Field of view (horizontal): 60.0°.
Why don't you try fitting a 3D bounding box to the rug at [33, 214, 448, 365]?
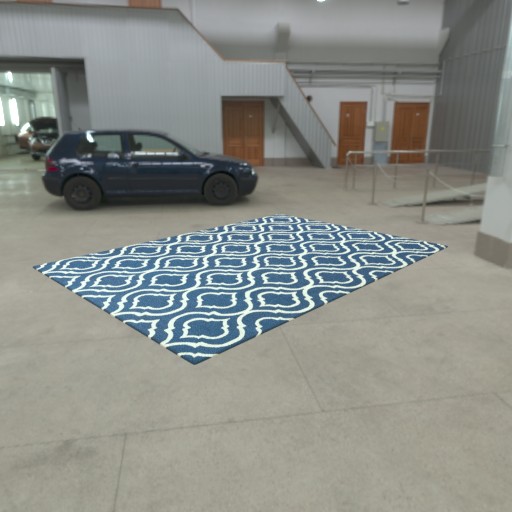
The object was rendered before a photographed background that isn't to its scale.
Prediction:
[{"bbox_3d":[0.000,0.000,2.767,1.524,0.010,2.134,16,23,42],"label":"rug"}]
